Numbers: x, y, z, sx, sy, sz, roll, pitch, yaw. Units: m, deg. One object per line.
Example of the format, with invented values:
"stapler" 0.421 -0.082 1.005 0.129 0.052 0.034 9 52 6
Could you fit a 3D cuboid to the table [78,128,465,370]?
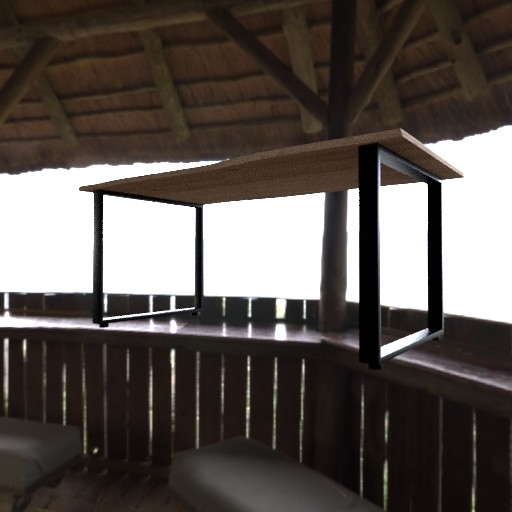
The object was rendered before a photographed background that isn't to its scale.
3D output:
"table" 0.000 0.000 2.264 1.800 0.780 0.900 -1 -1 37
